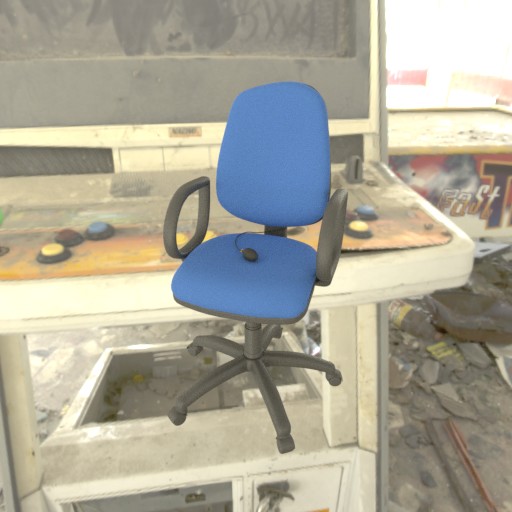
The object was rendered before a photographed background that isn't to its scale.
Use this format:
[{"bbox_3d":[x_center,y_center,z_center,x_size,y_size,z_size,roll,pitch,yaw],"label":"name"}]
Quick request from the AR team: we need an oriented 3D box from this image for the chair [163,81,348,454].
[{"bbox_3d":[0.000,0.000,1.271,0.552,0.905,0.549,8,27,16],"label":"chair"}]
